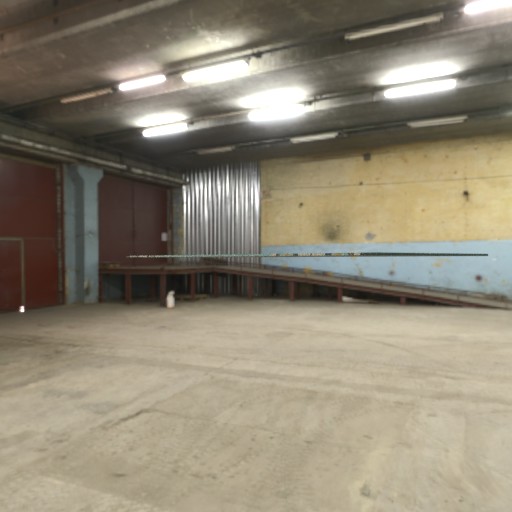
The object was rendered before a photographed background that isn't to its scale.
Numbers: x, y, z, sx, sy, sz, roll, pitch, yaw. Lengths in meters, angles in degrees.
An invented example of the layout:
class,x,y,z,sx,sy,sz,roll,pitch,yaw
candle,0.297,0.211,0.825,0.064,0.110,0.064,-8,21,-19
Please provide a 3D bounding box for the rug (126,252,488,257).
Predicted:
class,x,y,z,sx,sy,sz,roll,pitch,yaw
rug,0.000,0.000,2.712,0.744,0.010,2.441,0,0,-36
